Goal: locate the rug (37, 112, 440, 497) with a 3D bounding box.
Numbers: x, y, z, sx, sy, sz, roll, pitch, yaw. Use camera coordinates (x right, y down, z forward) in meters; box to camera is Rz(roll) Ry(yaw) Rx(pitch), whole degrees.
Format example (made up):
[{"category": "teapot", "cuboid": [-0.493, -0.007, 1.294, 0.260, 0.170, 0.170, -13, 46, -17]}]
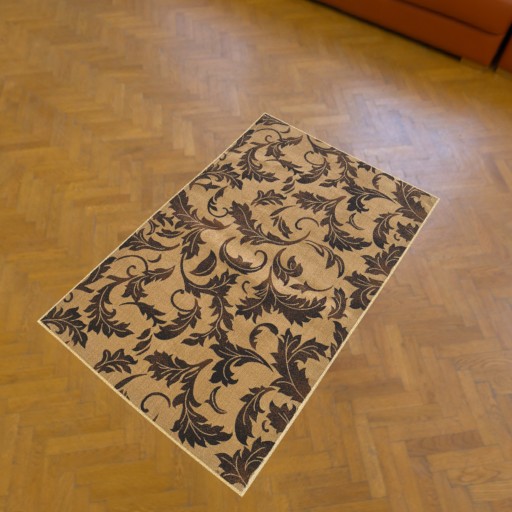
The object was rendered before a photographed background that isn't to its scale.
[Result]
[{"category": "rug", "cuboid": [0.000, 0.000, 2.835, 1.522, 0.008, 2.284, 32, 63, 19]}]
